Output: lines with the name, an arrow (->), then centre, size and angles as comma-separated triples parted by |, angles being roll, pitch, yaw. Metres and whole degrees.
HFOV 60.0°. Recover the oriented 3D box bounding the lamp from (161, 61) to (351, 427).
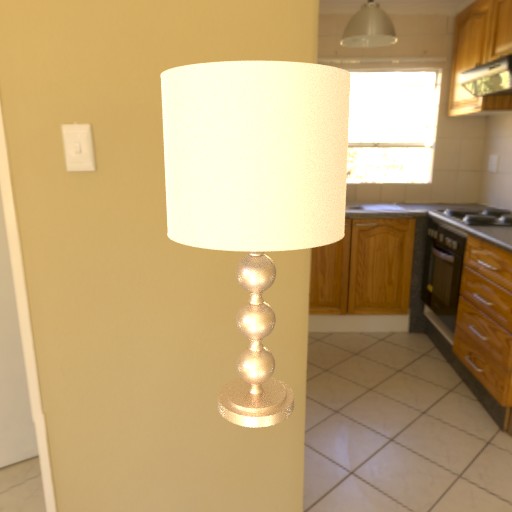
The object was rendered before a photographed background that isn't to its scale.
lamp -> 0.000, 0.000, 0.715 | 0.277, 0.538, 0.277 | -2, 14, -8
